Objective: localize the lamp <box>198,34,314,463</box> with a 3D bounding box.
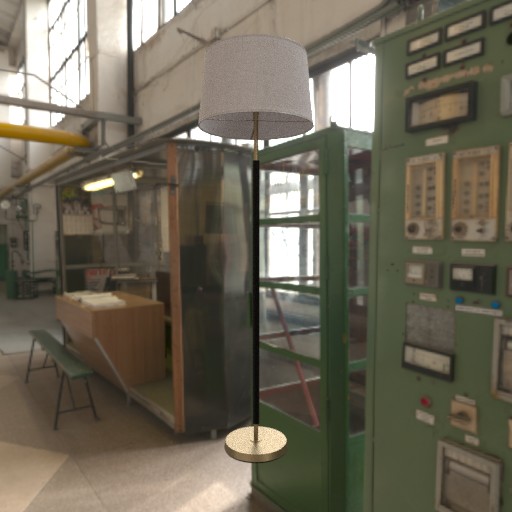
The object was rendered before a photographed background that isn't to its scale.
[{"bbox_3d":[0.000,0.000,1.642,0.420,1.447,0.420,0,2,0],"label":"lamp"}]
